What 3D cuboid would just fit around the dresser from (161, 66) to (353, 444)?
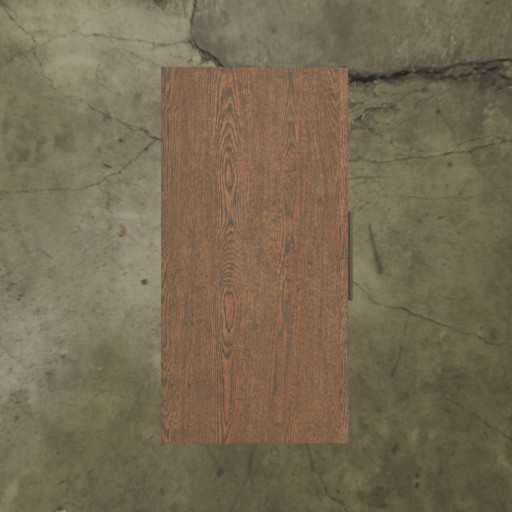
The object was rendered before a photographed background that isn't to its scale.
[{"bbox_3d":[0.000,0.000,1.795,0.508,1.321,0.965,0,90,-1],"label":"dresser"}]
